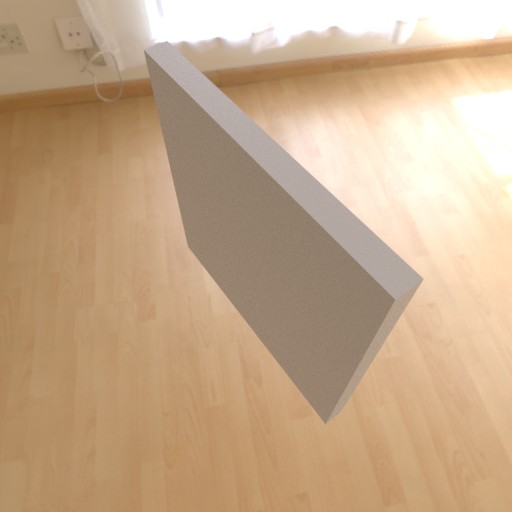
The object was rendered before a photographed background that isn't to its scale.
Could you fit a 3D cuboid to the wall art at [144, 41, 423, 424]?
[{"bbox_3d":[0.000,0.000,0.526,0.027,0.355,0.355,-31,62,-19],"label":"wall art"}]
